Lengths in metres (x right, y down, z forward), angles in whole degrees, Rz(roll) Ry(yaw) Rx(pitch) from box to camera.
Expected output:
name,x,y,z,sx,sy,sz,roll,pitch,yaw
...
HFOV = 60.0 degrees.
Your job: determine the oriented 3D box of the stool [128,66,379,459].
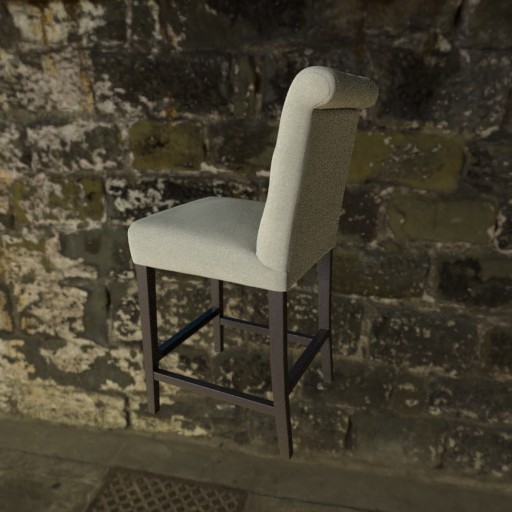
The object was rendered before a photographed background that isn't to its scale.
name,x,y,z,sx,sy,sz,roll,pitch,yaw
stool,0.000,0.000,1.376,0.601,1.040,0.493,9,20,24
